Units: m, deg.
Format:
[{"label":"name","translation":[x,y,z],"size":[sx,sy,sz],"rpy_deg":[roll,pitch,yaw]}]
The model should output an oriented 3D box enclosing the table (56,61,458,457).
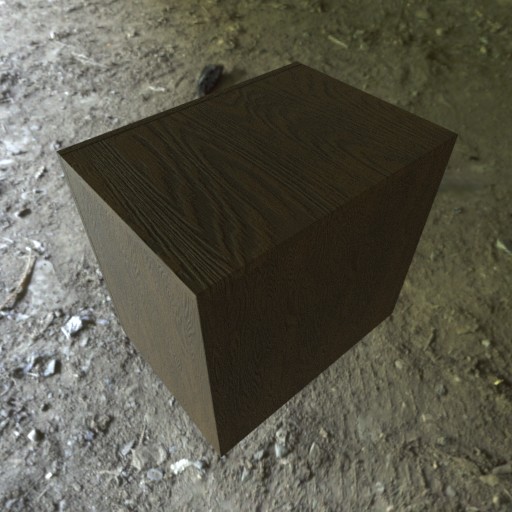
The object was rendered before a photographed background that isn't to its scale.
[{"label":"table","translation":[0.000,0.000,0.976],"size":[0.560,0.585,0.439],"rpy_deg":[-31,54,-27]}]
